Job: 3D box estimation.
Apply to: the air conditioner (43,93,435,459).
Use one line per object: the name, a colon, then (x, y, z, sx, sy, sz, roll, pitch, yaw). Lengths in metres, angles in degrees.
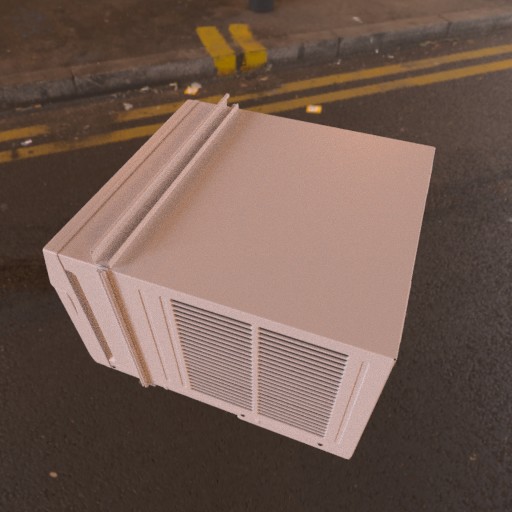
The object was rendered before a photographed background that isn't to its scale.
air conditioner: (0.000, 0.000, 0.869, 0.546, 0.388, 0.503, 16, 49, 14)
